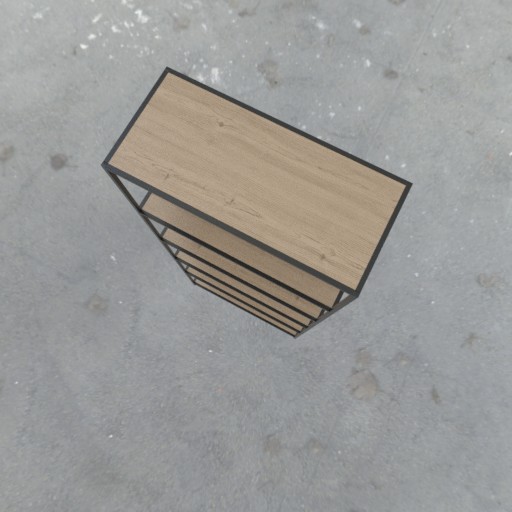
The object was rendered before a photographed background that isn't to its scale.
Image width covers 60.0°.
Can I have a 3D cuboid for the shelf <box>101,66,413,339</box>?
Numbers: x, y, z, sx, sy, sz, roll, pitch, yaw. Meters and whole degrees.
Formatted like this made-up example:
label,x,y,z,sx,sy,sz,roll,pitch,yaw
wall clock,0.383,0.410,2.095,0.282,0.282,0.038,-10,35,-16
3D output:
label,x,y,z,sx,sy,sz,roll,pitch,yaw
shelf,0.000,0.000,2.094,0.770,1.850,0.350,27,78,6
